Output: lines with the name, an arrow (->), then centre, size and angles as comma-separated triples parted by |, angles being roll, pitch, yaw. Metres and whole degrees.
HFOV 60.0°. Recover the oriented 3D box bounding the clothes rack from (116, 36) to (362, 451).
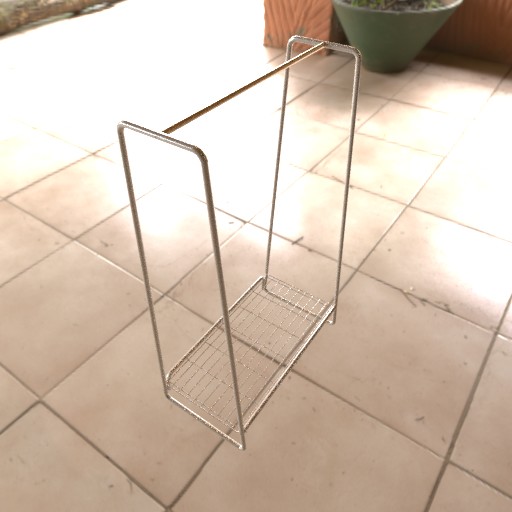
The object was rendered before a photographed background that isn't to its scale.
clothes rack -> 0.000, 0.000, 1.883 | 0.495, 1.500, 0.900 | 25, 48, 25
